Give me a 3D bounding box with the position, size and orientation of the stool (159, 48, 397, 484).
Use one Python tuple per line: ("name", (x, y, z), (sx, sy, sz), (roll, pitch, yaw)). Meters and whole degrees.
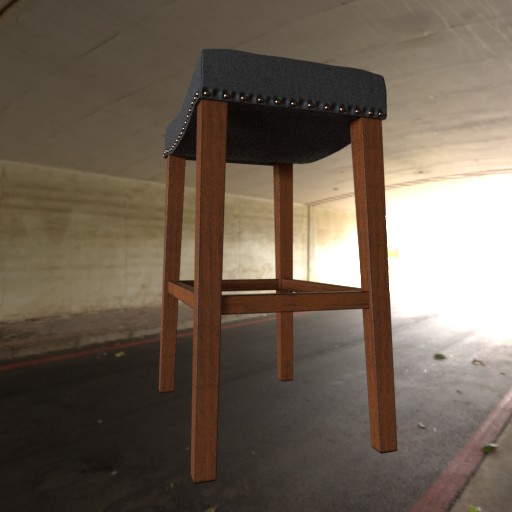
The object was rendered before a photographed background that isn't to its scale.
("stool", (0.000, 0.000, 0.850), (0.320, 0.612, 0.439), (0, 0, -18))
